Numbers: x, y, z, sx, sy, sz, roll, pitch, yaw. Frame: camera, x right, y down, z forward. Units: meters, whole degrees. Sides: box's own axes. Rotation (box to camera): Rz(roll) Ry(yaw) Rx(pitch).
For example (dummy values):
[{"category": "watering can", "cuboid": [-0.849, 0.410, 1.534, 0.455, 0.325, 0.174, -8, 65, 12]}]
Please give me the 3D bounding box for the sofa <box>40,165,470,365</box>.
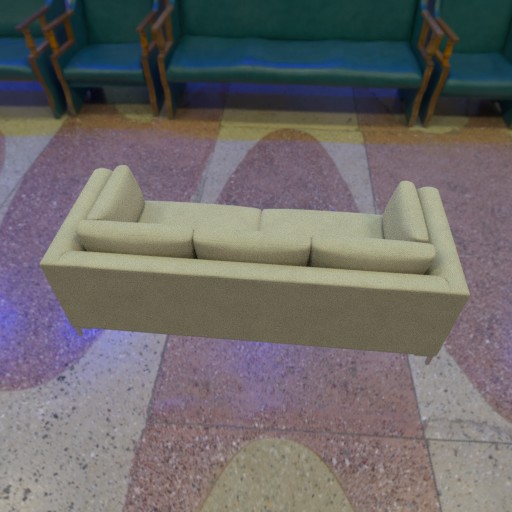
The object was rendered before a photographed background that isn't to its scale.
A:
[{"category": "sofa", "cuboid": [0.000, 0.000, 3.016, 2.415, 0.867, 0.969, 4, 47, 4]}]
